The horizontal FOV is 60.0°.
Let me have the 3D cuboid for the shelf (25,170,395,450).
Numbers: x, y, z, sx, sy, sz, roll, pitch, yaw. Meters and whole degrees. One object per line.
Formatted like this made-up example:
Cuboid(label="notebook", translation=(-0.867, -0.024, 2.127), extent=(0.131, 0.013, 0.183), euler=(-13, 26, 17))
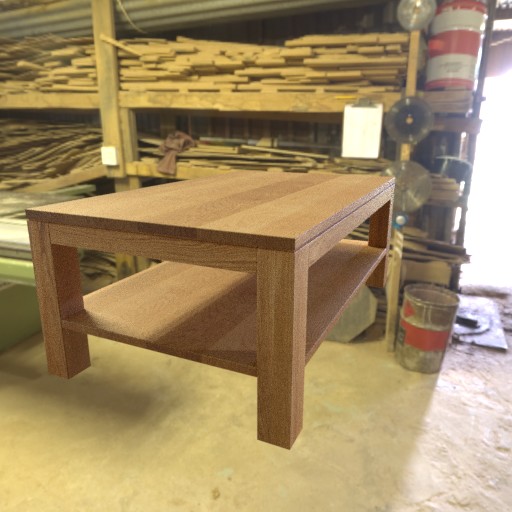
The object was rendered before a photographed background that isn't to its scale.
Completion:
Cuboid(label="shelf", translation=(0.000, 0.000, 1.495), extent=(0.700, 0.450, 1.150), euler=(7, 18, 24))
